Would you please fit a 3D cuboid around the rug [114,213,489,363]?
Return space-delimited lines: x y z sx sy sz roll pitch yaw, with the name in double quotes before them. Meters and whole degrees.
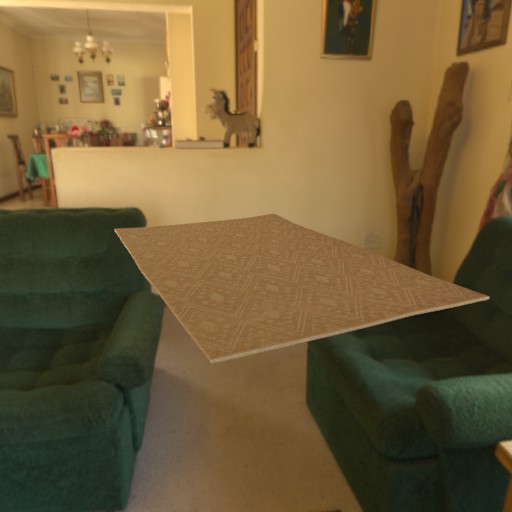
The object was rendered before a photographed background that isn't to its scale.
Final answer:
"rug" 0.000 0.000 3.047 1.553 0.053 2.430 -8 18 -24
